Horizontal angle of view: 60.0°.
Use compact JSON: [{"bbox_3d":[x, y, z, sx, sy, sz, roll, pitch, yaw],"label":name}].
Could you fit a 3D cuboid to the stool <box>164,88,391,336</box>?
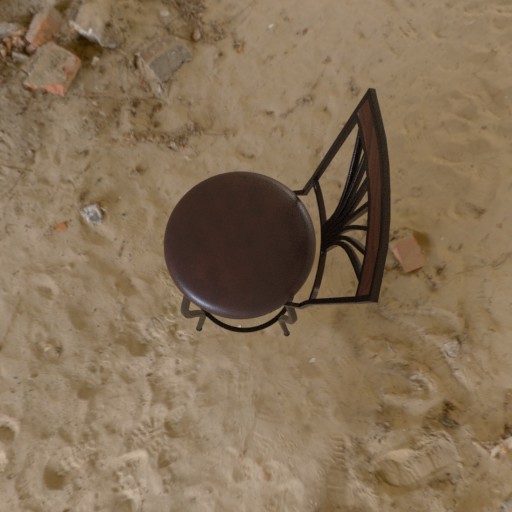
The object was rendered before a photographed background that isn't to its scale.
[{"bbox_3d":[0.000,0.000,1.376,0.514,1.117,0.433,3,75,1],"label":"stool"}]
